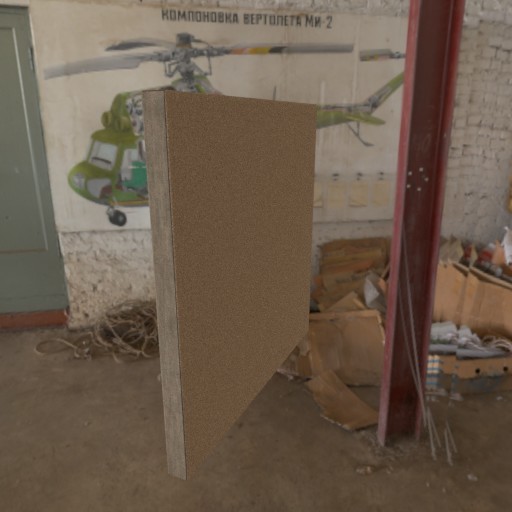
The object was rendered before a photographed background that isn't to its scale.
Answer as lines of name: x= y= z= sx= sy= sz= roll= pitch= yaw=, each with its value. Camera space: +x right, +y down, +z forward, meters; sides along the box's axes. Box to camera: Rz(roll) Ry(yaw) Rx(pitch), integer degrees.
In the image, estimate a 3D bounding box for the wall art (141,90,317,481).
wall art: x=0.000 y=0.000 z=1.128 sx=0.050 sy=0.751 sz=0.749 roll=8 pitch=19 yaw=24
